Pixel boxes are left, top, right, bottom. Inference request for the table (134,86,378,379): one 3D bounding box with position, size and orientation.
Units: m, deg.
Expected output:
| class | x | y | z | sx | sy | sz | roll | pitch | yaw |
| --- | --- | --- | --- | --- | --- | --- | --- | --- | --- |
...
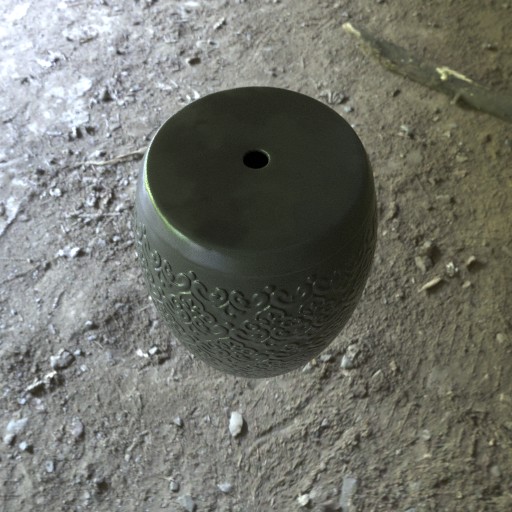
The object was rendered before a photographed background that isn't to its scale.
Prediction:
| class | x | y | z | sx | sy | sz | roll | pitch | yaw |
| --- | --- | --- | --- | --- | --- | --- | --- | --- | --- |
| table | 0.000 | 0.000 | 0.626 | 0.309 | 0.397 | 0.309 | 0 | 59 | 0 |
